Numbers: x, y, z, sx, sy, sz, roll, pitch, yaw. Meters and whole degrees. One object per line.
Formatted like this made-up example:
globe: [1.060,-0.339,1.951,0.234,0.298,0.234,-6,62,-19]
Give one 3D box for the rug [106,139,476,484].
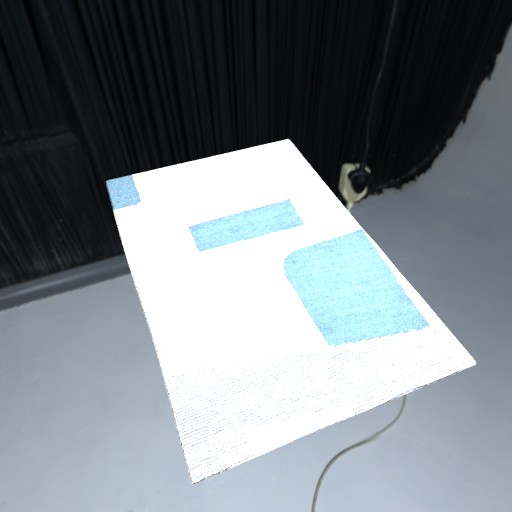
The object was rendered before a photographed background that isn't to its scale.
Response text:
rug: [0.000,0.000,2.277,1.238,0.020,1.847,-17,49,-15]
